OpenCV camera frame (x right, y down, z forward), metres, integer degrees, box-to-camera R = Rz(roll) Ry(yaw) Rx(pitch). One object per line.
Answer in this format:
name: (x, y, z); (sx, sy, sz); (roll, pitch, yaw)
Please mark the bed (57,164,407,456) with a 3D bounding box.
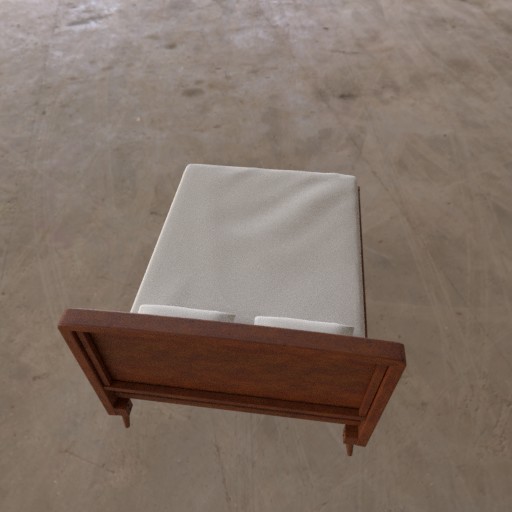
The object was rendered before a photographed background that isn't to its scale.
bed: (0.000, 0.000, 3.152); (1.587, 1.275, 2.196); (5, 48, 5)
